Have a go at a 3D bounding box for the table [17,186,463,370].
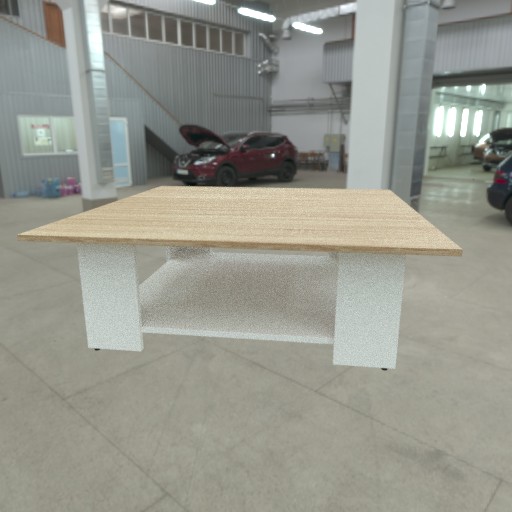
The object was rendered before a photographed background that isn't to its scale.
[{"bbox_3d":[0.000,0.000,1.337,0.890,0.305,0.890,2,16,8],"label":"table"}]
